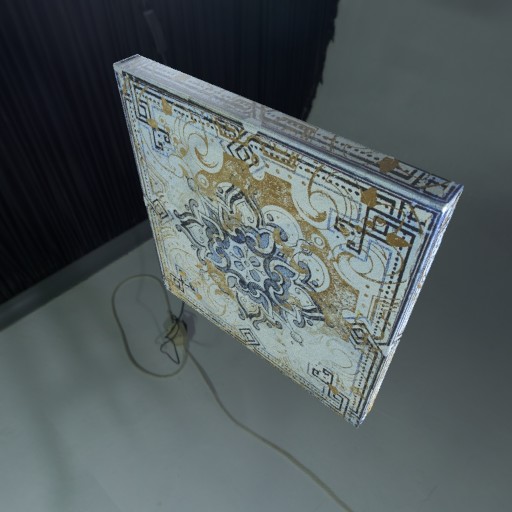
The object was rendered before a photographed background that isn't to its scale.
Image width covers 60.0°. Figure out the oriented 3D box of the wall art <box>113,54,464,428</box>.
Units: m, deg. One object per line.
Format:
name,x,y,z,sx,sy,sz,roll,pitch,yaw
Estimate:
wall art,0.000,0.000,0.589,0.411,0.410,0.038,31,54,26
